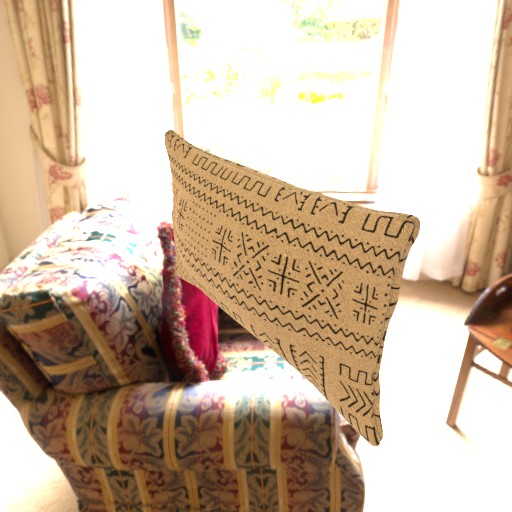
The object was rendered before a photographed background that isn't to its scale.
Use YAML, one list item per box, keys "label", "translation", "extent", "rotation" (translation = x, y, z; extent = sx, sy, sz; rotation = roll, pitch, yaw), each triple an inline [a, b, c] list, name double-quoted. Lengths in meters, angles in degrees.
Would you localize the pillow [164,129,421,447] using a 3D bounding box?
- label: "pillow"
  translation: [0.000, 0.000, 0.793]
  extent: [0.188, 0.352, 0.637]
  rotation: [-18, 32, -32]
